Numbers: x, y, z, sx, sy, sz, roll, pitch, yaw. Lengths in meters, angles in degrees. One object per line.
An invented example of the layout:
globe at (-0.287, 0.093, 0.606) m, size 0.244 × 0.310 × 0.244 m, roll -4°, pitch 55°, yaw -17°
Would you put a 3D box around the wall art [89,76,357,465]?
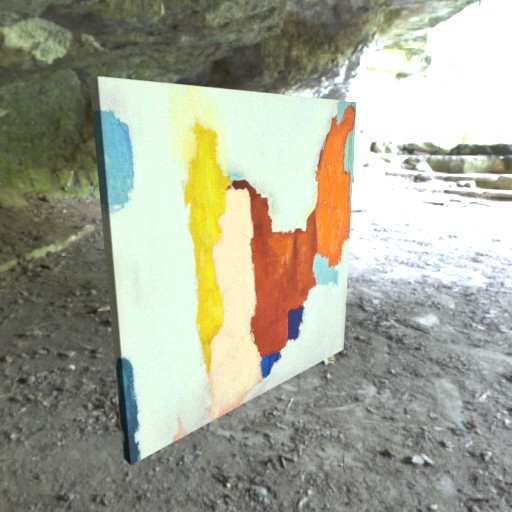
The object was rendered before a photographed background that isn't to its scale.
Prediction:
wall art at (0.000, 0.000, 1.464) m, size 1.017 × 1.017 × 0.044 m, roll -14°, pitch 20°, yaw -42°
